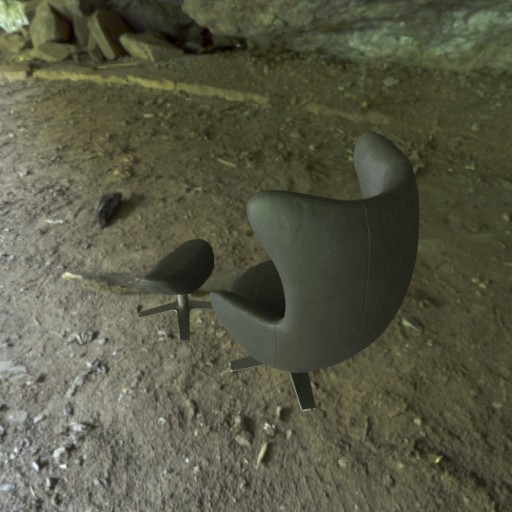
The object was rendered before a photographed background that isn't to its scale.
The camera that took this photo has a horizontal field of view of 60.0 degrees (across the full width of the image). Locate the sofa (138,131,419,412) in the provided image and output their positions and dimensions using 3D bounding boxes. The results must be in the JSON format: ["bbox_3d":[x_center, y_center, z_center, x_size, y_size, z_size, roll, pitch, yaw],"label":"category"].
[{"bbox_3d":[0.000,0.000,2.146,1.444,1.135,0.894,21,37,30],"label":"sofa"}]
